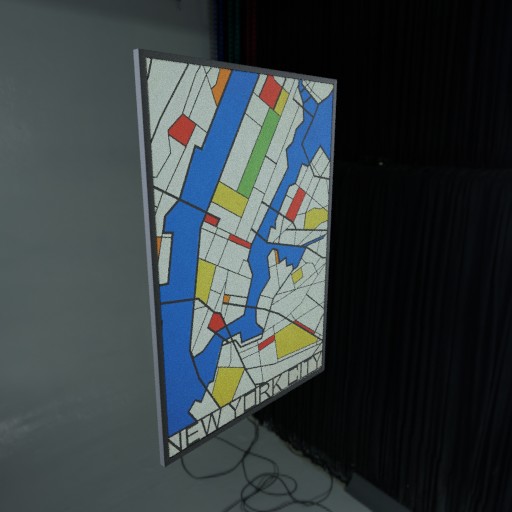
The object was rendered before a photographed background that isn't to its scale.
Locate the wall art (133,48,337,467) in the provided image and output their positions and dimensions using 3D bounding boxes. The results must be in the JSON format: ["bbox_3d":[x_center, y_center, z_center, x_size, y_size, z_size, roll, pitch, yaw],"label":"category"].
[{"bbox_3d":[0.000,0.000,0.832,0.013,0.657,0.457,14,21,43],"label":"wall art"}]
